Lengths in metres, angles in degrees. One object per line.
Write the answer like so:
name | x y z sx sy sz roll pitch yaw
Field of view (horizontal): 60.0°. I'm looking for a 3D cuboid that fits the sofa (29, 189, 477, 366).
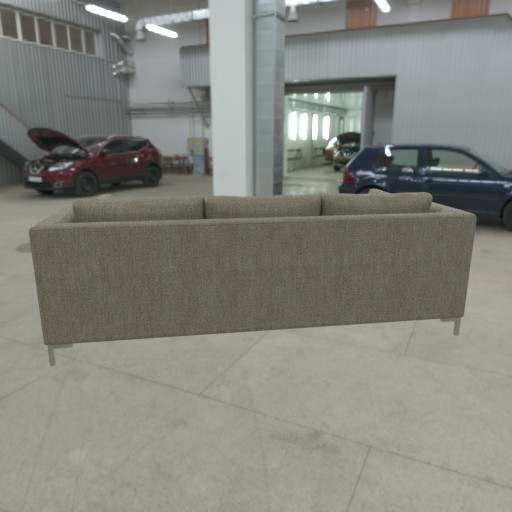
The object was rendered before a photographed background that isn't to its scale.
sofa | 0.000 0.000 2.891 2.415 0.867 0.969 -2 15 -9
